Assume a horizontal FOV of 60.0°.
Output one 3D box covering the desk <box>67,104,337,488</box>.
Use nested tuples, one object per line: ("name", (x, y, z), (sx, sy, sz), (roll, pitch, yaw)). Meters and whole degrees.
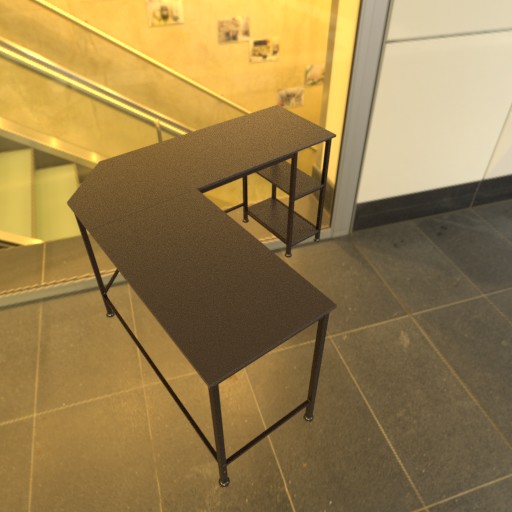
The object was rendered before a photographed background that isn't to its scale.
("desk", (0.000, 0.000, 2.204), (1.379, 0.739, 1.379), (-27, 48, -27))
